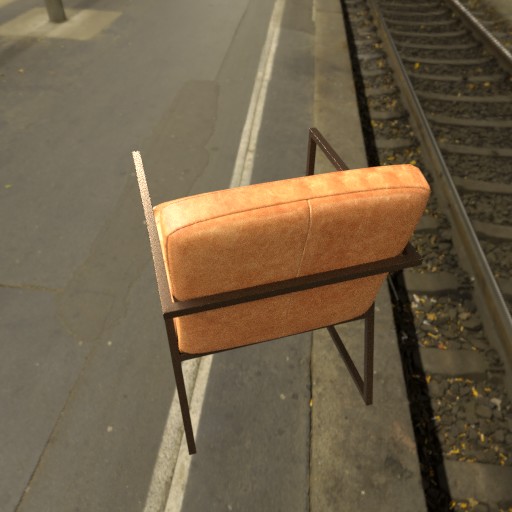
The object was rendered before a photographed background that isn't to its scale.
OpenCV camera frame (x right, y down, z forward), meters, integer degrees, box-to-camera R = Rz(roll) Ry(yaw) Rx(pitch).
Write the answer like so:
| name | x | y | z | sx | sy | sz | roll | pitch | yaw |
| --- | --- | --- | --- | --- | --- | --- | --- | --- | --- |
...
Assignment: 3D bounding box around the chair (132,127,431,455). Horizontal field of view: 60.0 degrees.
| name | x | y | z | sx | sy | sz | roll | pitch | yaw |
| --- | --- | --- | --- | --- | --- | --- | --- | --- | --- |
| chair | 0.000 | 0.000 | 1.245 | 0.571 | 0.832 | 0.677 | -11 | 43 | -12 |
